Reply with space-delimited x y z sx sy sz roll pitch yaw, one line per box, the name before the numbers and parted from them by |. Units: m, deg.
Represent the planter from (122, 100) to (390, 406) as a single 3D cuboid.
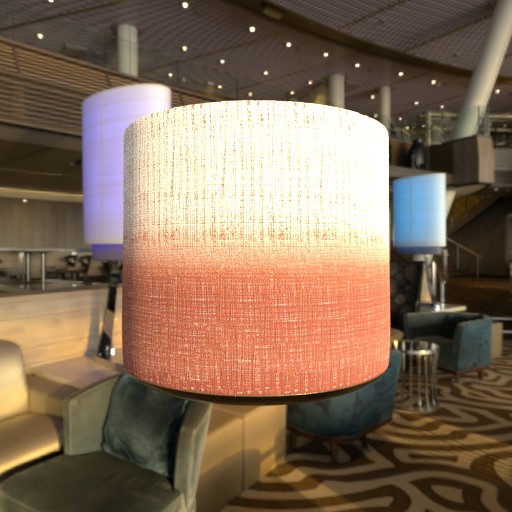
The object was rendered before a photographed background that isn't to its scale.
planter | 0.000 0.000 0.306 0.178 0.157 0.178 0 1 0
